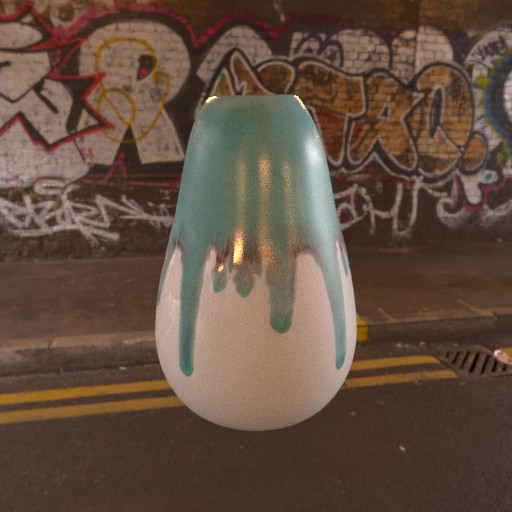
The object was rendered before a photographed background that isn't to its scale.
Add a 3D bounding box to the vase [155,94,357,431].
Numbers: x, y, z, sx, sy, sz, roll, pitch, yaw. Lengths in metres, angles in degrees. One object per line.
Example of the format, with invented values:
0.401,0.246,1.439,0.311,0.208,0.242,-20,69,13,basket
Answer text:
0.000,0.000,0.253,0.116,0.179,0.116,0,12,0,vase
